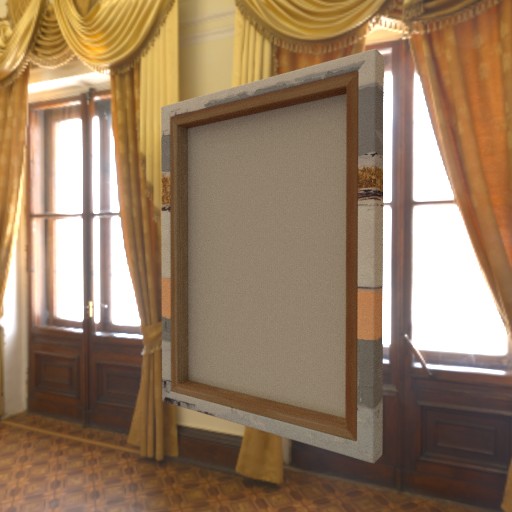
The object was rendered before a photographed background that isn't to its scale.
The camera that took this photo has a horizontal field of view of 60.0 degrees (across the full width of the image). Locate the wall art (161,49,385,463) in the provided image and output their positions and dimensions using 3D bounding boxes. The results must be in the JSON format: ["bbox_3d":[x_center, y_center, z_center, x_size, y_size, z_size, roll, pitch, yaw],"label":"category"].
[{"bbox_3d":[0.000,0.000,0.796,0.456,0.609,0.038,1,1,36],"label":"wall art"}]
